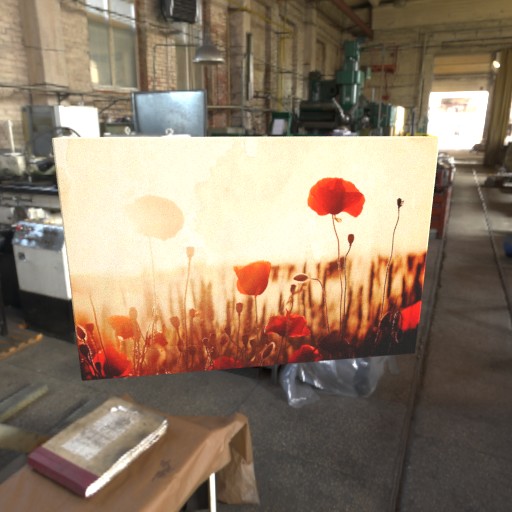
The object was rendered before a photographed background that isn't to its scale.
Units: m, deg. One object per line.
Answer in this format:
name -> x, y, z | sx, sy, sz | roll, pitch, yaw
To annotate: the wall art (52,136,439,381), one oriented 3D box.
wall art -> 0.000, 0.000, 0.484 | 0.383, 0.251, 0.037 | -3, 16, -9
